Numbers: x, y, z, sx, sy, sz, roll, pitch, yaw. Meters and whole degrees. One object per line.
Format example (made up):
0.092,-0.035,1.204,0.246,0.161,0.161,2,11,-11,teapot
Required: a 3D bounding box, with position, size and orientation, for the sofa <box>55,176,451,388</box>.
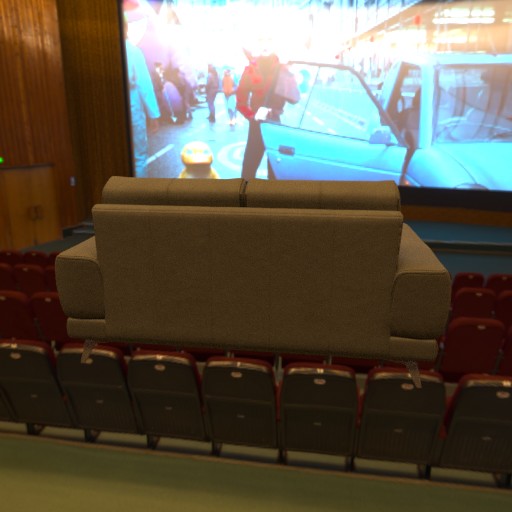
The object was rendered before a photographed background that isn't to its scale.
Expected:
0.000,0.000,2.423,1.806,0.907,1.018,2,16,8,sofa
